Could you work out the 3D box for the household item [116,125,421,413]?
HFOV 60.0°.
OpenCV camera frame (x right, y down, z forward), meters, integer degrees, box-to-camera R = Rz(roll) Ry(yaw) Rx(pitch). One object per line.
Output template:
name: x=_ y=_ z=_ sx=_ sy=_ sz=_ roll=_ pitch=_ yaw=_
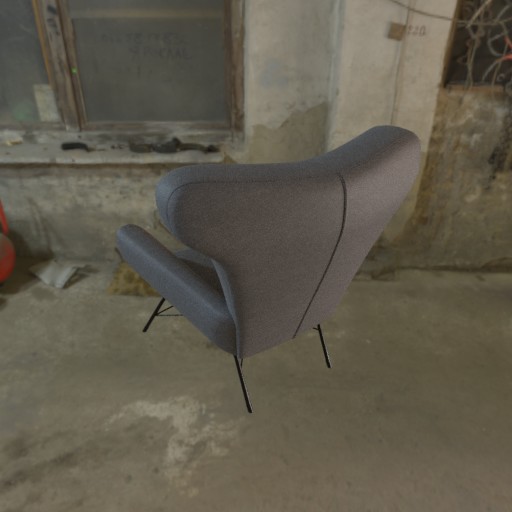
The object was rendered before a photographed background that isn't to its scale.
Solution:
household item: x=0.000 y=0.000 z=1.821 sx=0.980 sy=1.050 sz=0.900 roll=-20 pitch=36 yaw=-29
